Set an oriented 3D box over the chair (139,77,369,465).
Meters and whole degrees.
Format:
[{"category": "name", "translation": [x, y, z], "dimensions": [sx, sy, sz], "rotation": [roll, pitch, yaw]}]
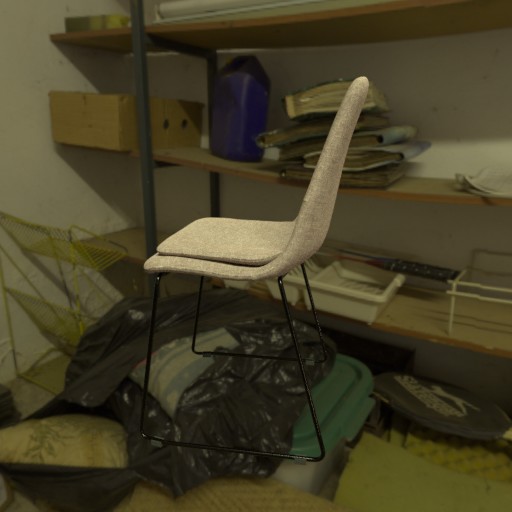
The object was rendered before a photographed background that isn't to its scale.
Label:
[{"category": "chair", "translation": [0.000, 0.000, 1.161], "dimensions": [0.518, 0.858, 0.479], "rotation": [3, 16, 9]}]
